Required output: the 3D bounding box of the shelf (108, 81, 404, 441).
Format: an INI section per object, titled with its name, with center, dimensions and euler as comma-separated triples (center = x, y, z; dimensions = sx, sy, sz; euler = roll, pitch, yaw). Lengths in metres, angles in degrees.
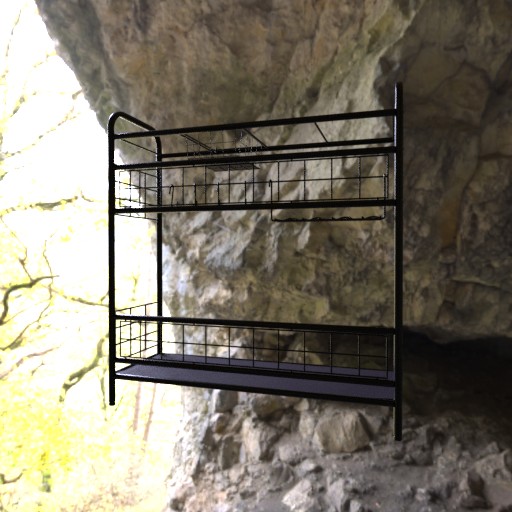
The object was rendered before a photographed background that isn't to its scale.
[shelf]
center = 0.000, 0.000, 1.533
dimensions = 0.961, 1.026, 0.350
euler = 0, 1, 17
